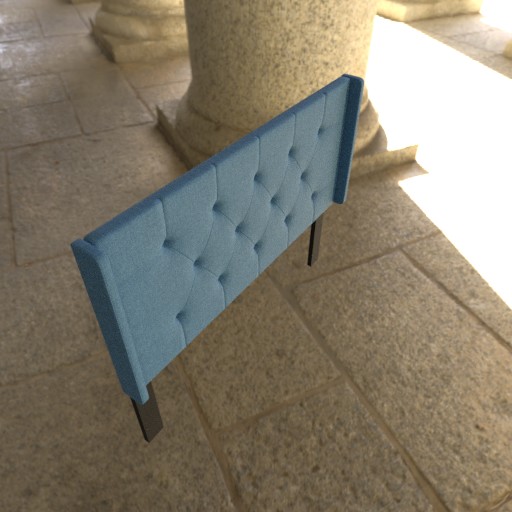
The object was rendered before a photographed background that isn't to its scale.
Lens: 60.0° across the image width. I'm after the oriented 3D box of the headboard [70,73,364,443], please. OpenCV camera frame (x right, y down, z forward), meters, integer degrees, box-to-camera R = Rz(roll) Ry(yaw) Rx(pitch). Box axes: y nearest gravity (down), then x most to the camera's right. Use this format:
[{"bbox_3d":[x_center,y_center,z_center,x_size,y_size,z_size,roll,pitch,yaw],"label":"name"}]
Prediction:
[{"bbox_3d":[0.000,0.000,2.623,0.184,1.524,2.051,25,47,26],"label":"headboard"}]
